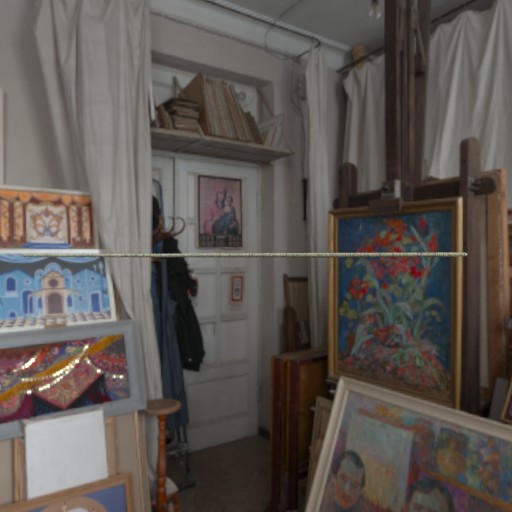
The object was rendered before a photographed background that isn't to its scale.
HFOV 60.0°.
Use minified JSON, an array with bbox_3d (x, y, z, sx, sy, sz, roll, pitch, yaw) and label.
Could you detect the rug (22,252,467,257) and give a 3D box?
[{"bbox_3d":[0.000,0.000,2.307,1.846,0.014,1.243,0,0,18],"label":"rug"}]
